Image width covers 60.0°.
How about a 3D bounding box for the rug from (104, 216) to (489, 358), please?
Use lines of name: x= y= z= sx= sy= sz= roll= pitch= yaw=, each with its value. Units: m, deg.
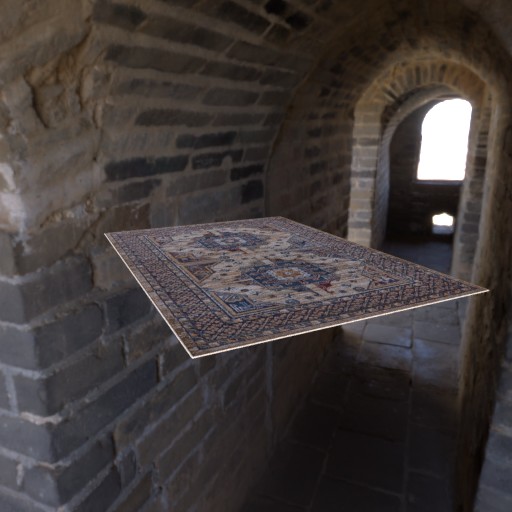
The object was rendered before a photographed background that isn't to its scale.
rug: x=0.000 y=0.000 z=2.923 sx=1.611 sy=0.008 sz=2.227 roll=-8 pitch=18 yaw=-25
